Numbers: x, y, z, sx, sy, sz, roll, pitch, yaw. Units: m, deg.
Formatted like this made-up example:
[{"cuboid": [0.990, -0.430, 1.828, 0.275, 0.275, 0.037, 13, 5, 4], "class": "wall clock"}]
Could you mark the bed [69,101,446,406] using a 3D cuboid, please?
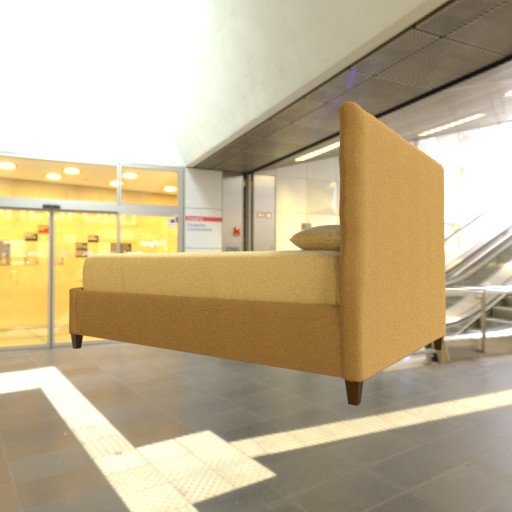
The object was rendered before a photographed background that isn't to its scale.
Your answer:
[{"cuboid": [0.000, 0.000, 3.412, 2.387, 1.427, 1.698, -1, -1, 36], "class": "bed"}]
